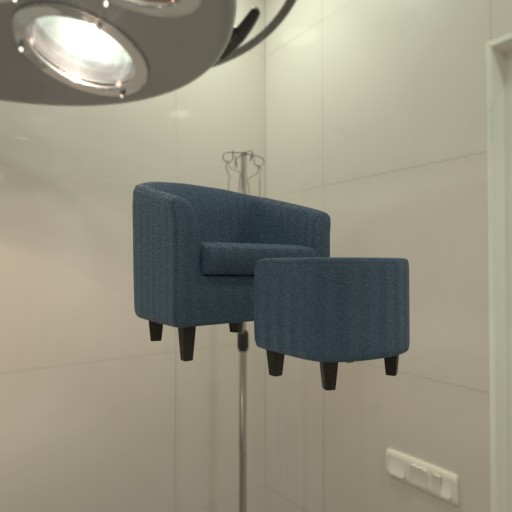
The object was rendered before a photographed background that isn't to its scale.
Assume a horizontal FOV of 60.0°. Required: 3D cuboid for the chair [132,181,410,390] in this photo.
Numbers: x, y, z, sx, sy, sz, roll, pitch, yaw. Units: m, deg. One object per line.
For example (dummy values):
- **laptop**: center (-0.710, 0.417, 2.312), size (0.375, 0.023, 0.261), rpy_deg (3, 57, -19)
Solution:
- **chair**: center (0.000, 0.000, 1.754), size (0.756, 0.757, 1.288), rpy_deg (1, -1, -35)
